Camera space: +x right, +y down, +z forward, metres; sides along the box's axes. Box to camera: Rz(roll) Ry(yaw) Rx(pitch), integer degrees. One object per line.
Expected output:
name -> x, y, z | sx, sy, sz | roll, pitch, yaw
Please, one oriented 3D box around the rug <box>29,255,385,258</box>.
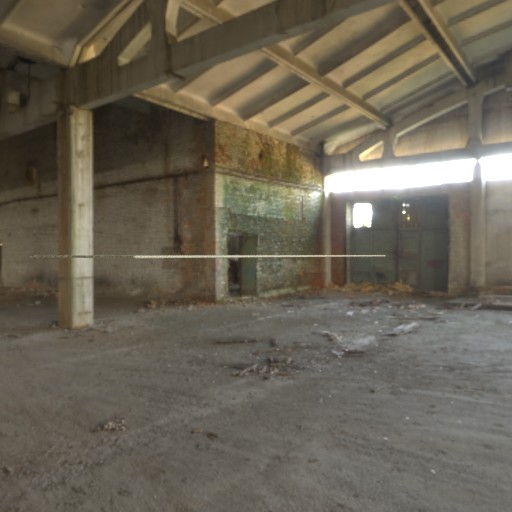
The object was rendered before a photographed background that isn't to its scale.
rug -> 0.000, 0.000, 2.756 | 0.750, 0.009, 2.435 | 0, 0, 37
